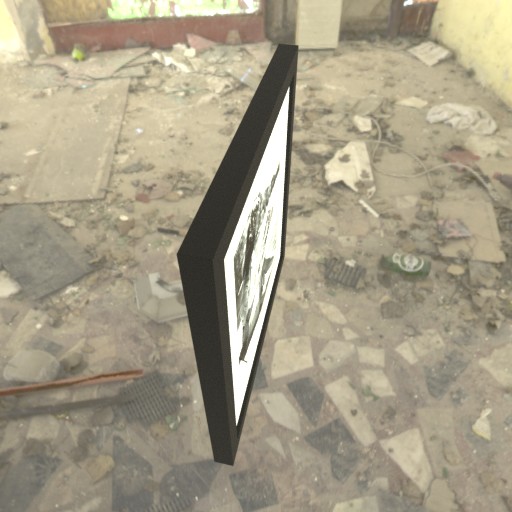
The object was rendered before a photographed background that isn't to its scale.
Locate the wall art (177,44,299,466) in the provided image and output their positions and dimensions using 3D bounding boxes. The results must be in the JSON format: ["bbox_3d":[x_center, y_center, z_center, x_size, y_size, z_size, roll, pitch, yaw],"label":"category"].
[{"bbox_3d":[0.000,0.000,0.679,0.030,0.458,0.462,9,46,9],"label":"wall art"}]
